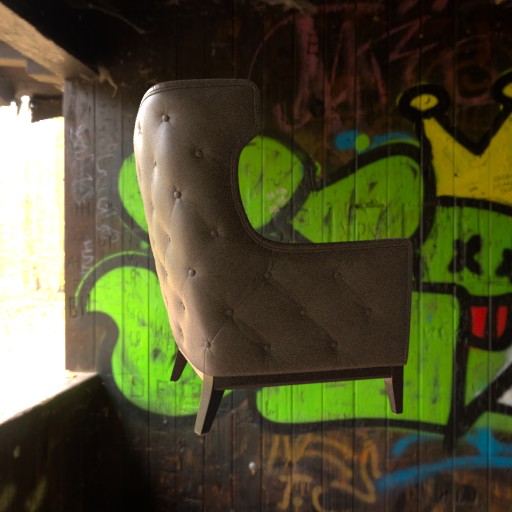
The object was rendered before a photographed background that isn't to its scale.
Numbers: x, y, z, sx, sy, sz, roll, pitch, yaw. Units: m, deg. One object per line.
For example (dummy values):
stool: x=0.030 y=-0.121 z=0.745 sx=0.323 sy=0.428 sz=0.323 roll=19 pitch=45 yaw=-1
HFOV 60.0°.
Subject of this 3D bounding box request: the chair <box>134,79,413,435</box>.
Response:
chair: x=0.000 y=0.000 z=1.705 sx=0.899 sy=1.079 sz=0.769 roll=0 pitch=0 yaw=-18
